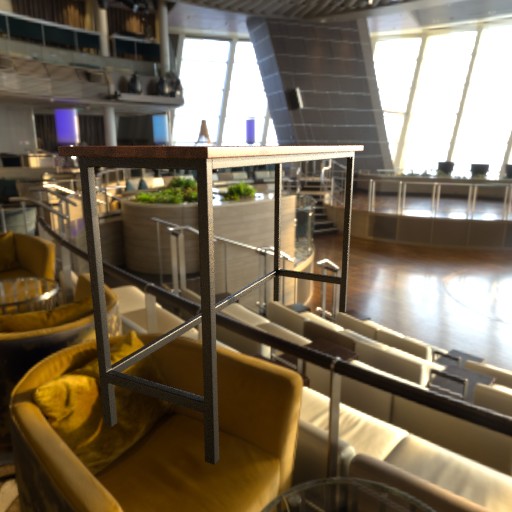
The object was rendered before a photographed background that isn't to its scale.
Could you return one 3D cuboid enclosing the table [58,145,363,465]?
[{"bbox_3d":[0.000,0.000,1.533,0.408,0.740,1.204,7,16,26],"label":"table"}]
